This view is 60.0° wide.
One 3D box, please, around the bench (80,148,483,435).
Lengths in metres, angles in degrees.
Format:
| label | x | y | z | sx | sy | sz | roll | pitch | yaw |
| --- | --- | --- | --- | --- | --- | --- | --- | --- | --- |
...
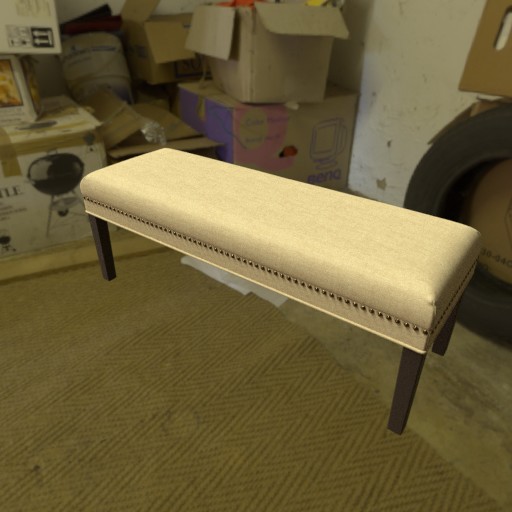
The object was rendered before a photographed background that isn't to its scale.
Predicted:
| label | x | y | z | sx | sy | sz | roll | pitch | yaw |
| --- | --- | --- | --- | --- | --- | --- | --- | --- | --- |
| bench | 0.000 | 0.000 | 1.442 | 1.219 | 0.457 | 0.410 | 21 | 37 | 31 |
